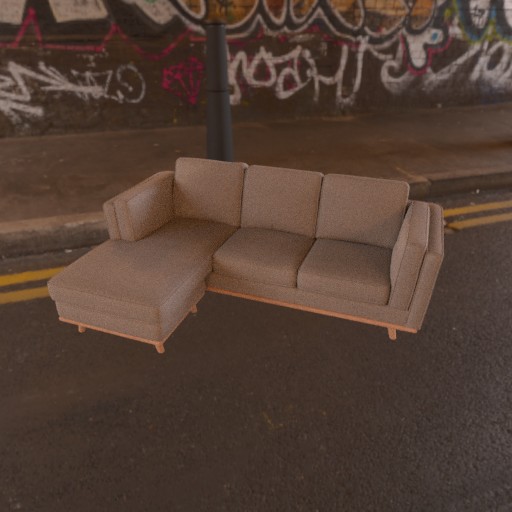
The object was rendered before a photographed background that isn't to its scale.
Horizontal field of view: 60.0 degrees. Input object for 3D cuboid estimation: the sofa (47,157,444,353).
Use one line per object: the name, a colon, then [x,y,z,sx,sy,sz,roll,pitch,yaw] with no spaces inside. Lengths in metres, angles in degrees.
sofa: [0.000,0.000,3.155,2.411,0.929,1.604,10,30,17]
